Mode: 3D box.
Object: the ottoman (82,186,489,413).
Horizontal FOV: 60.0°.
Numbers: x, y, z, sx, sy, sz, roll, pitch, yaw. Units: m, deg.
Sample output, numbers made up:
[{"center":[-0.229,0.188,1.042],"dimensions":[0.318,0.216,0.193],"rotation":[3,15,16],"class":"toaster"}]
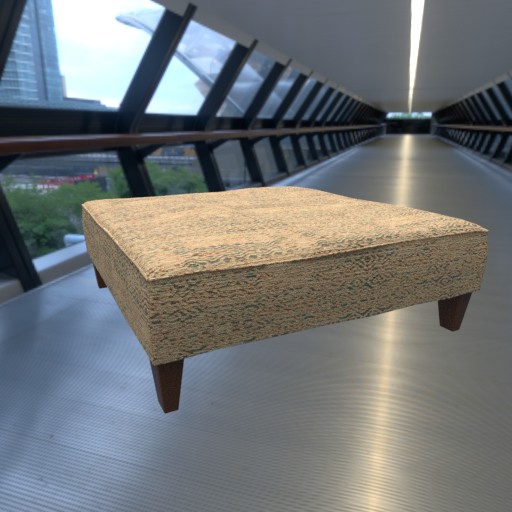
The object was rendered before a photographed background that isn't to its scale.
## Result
[{"center":[0.000,0.000,1.481],"dimensions":[0.968,0.356,1.004],"rotation":[-8,17,-26],"class":"ottoman"}]
